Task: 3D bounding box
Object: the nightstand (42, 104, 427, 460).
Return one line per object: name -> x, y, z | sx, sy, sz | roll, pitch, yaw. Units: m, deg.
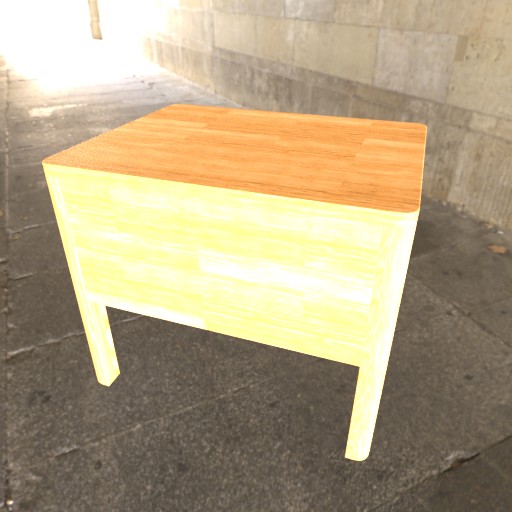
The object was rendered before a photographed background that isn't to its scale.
nightstand -> 0.000, 0.000, 0.897 | 0.560, 0.470, 0.440 | 10, 32, 17
